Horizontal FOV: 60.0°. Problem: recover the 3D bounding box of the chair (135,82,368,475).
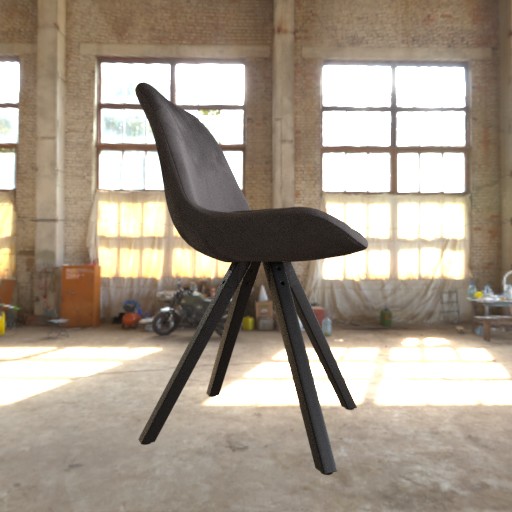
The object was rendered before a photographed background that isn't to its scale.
[{"bbox_3d":[0.000,0.000,1.123,0.550,0.850,0.476,0,-1,18],"label":"chair"}]
